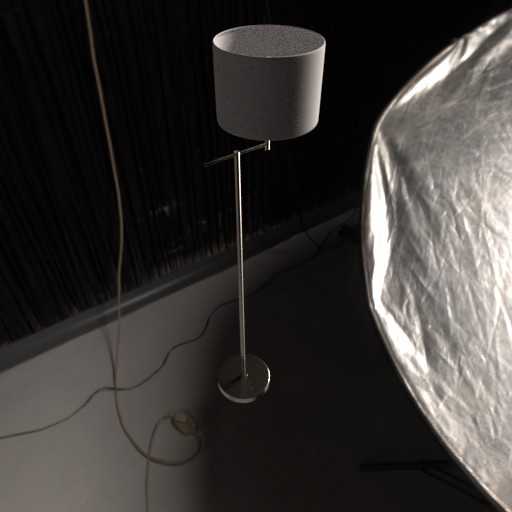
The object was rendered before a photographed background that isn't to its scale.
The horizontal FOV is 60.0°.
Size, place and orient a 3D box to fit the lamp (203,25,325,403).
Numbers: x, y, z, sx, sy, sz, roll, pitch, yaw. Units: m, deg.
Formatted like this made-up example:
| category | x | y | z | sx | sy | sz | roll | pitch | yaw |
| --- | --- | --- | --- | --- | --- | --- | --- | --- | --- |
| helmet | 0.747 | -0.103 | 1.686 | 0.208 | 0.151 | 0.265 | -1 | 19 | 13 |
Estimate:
| category | x | y | z | sx | sy | sz | roll | pitch | yaw |
| --- | --- | --- | --- | --- | --- | --- | --- | --- | --- |
| lamp | 0.000 | 0.000 | 1.777 | 0.416 | 1.600 | 0.324 | -26 | 47 | -27 |
